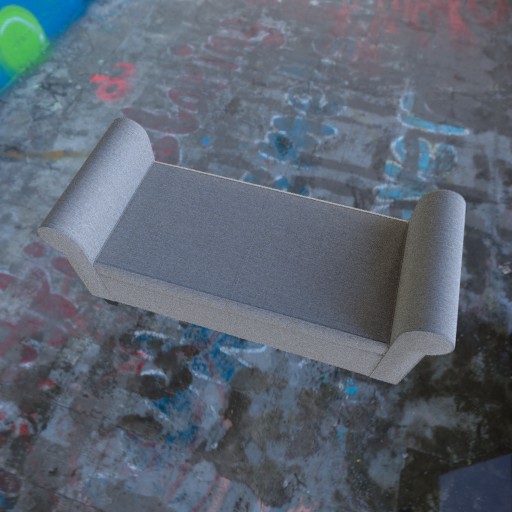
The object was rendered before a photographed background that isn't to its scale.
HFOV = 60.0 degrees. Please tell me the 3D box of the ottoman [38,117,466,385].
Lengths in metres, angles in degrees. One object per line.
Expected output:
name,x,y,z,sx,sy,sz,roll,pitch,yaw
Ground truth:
ottoman,0.000,0.000,1.578,1.256,0.547,0.521,15,59,9
